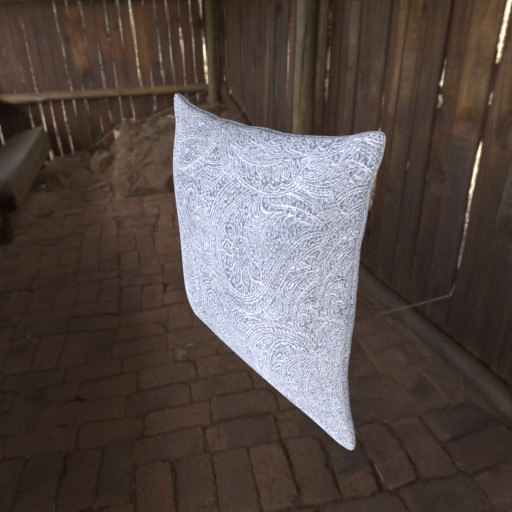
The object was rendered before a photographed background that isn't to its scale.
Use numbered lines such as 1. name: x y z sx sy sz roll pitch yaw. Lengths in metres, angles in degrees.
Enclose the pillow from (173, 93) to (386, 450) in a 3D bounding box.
1. pillow: 0.000 0.000 0.795 0.166 0.510 0.523 -18 31 -32
